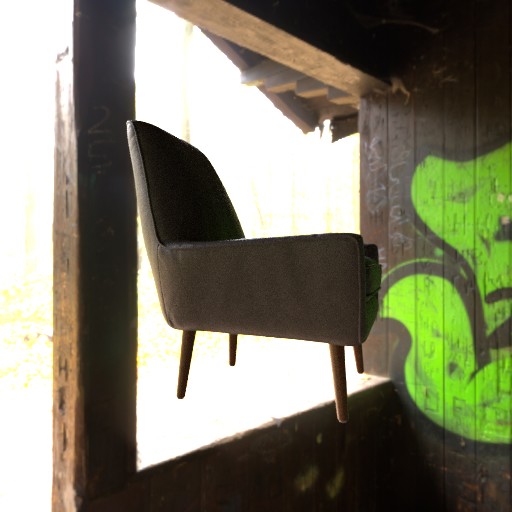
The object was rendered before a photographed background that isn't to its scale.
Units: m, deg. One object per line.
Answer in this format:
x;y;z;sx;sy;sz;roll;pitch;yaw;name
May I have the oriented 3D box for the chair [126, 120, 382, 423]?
0.000;0.000;1.533;0.822;0.888;0.787;0;-1;18;chair
